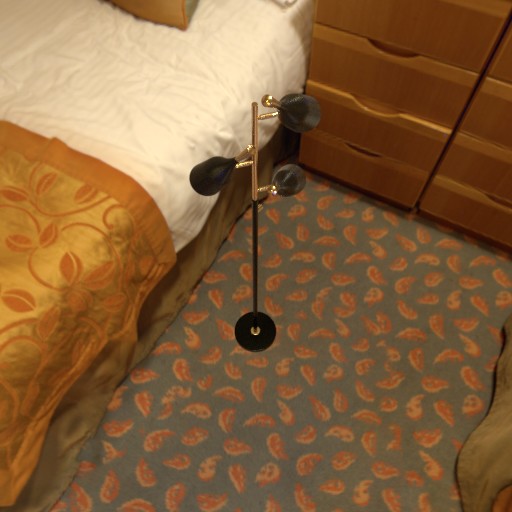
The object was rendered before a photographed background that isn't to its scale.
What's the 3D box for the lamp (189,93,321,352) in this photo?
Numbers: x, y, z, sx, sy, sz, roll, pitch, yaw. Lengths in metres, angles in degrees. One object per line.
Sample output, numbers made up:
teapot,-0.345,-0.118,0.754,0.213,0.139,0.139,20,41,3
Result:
lamp,0.000,0.000,1.919,0.434,1.778,0.253,-15,60,-9
